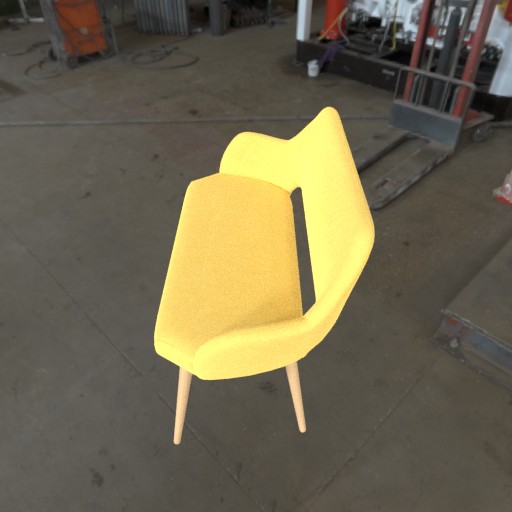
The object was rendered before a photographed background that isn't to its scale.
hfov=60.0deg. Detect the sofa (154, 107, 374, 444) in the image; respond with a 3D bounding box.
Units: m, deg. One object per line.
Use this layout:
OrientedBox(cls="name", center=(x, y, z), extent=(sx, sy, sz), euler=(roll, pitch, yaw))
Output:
OrientedBox(cls="sofa", center=(0.000, 0.000, 1.655), extent=(0.610, 0.840, 1.150), euler=(0, 41, 0))
